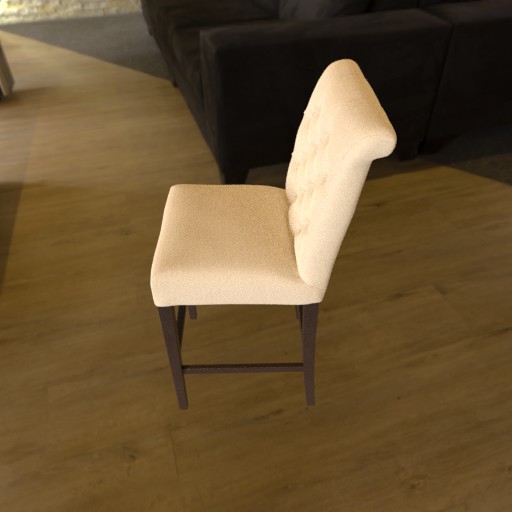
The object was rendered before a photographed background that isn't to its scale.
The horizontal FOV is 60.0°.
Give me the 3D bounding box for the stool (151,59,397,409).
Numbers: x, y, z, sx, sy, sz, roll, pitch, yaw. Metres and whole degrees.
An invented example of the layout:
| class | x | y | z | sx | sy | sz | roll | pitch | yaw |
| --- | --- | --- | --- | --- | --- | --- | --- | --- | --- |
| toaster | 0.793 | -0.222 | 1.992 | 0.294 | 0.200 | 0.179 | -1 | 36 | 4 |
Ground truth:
| class | x | y | z | sx | sy | sz | roll | pitch | yaw |
| --- | --- | --- | --- | --- | --- | --- | --- | --- | --- |
| stool | 0.000 | 0.000 | 1.464 | 0.610 | 1.118 | 0.482 | -1 | 41 | -1 |
